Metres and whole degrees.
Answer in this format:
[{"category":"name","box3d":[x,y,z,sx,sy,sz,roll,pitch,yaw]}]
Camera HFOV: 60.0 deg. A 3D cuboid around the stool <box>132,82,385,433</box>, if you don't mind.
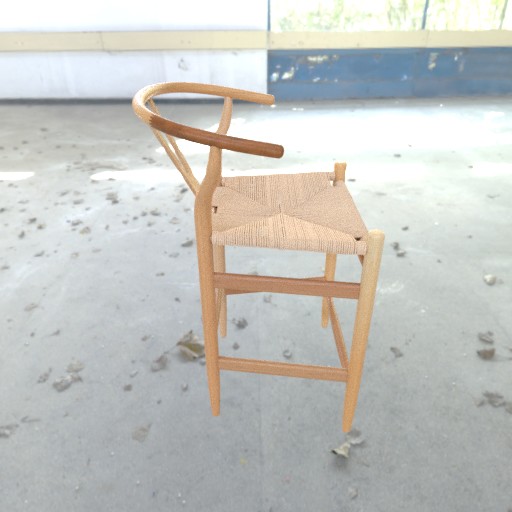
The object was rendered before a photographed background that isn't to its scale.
[{"category":"stool","box3d":[0.000,0.000,1.296,0.575,0.923,0.536,0,30,0]}]
